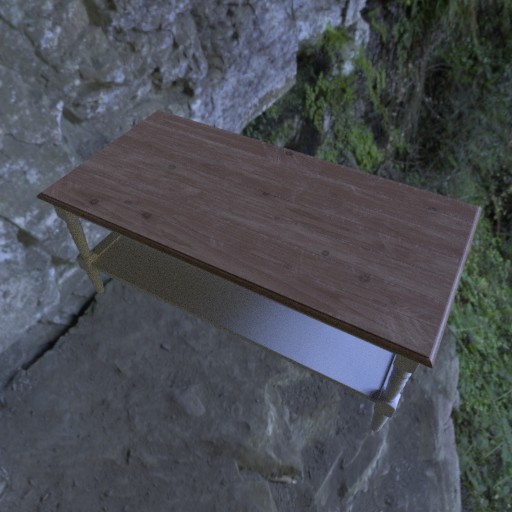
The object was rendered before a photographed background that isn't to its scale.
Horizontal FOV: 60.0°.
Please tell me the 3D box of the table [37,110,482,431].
[{"bbox_3d":[0.000,0.000,1.398,1.118,0.458,0.559,22,50,20],"label":"table"}]
